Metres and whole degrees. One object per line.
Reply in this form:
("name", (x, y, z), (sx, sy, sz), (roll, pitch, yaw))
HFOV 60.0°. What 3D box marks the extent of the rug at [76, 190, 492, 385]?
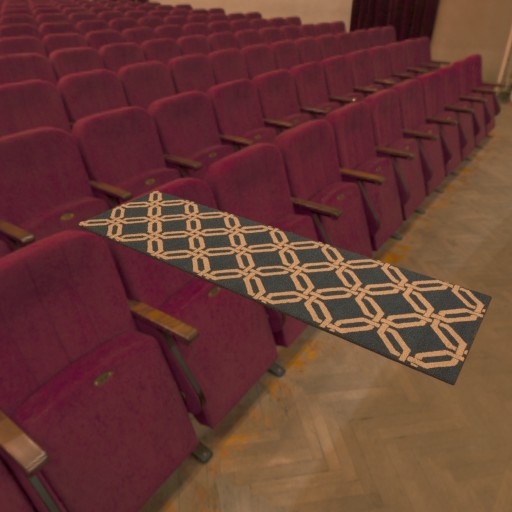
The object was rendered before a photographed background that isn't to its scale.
("rug", (0.000, 0.000, 2.437), (2.276, 0.014, 0.678), (20, 36, 30))
